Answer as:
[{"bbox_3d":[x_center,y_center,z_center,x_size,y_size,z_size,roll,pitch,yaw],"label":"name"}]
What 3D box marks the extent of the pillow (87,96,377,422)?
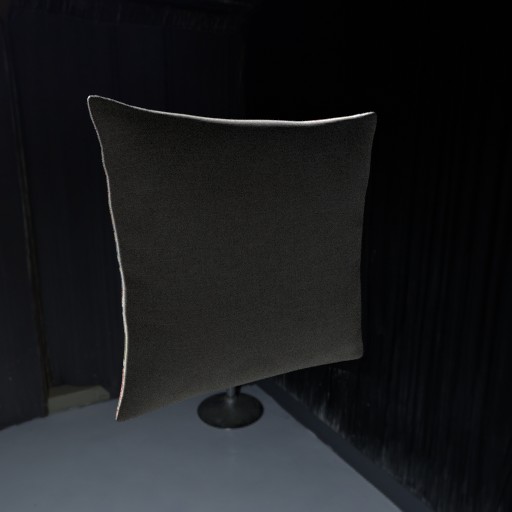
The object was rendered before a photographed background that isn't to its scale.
[{"bbox_3d":[0.000,0.000,0.782,0.523,0.506,0.166,-7,15,-27],"label":"pillow"}]
